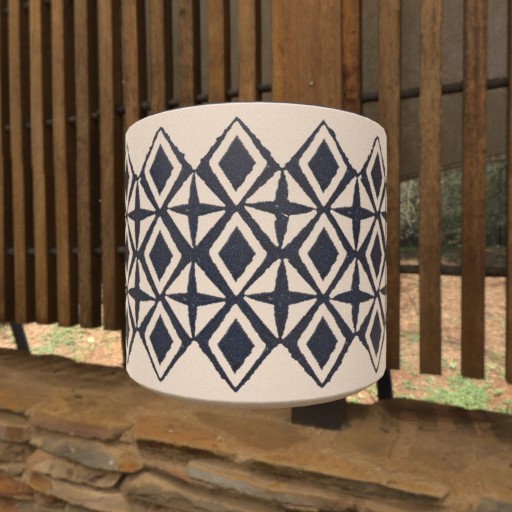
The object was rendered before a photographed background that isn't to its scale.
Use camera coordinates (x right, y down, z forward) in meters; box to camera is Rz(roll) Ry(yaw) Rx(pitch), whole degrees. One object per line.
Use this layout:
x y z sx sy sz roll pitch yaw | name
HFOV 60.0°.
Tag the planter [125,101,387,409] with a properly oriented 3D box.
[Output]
0.000 0.000 0.396 0.224 0.203 0.224 0 1 0 | planter
